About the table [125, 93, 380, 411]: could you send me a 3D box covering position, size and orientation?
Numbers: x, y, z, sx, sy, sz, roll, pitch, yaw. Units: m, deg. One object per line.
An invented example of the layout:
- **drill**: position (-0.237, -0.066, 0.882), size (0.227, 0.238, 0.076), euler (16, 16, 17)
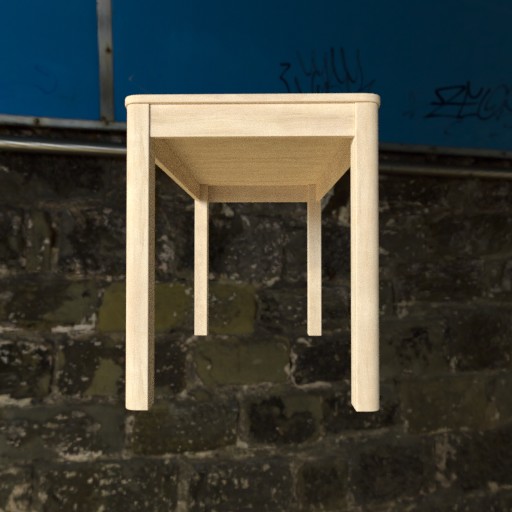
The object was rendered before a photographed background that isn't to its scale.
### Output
- **table**: position (0.000, 0.000, 1.953), size (0.750, 0.900, 1.400), euler (0, -1, 1)
